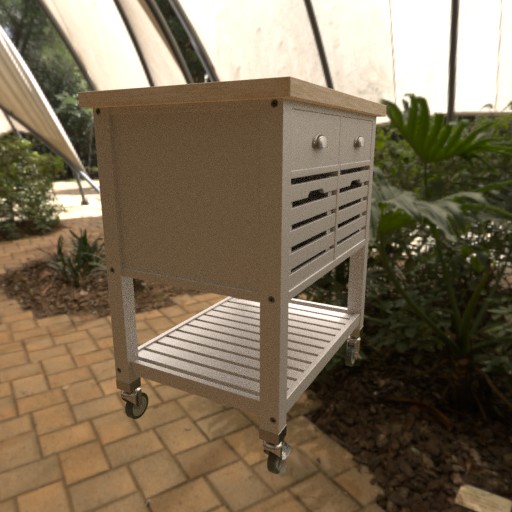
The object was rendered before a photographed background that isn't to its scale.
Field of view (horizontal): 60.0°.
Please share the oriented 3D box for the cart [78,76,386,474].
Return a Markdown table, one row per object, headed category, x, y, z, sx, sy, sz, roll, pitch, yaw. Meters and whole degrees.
| category | x | y | z | sx | sy | sz | roll | pitch | yaw |
| --- | --- | --- | --- | --- | --- | --- | --- | --- | --- |
| cart | 0.000 | 0.000 | 1.371 | 0.559 | 0.914 | 0.762 | 8 | 16 | 28 |
